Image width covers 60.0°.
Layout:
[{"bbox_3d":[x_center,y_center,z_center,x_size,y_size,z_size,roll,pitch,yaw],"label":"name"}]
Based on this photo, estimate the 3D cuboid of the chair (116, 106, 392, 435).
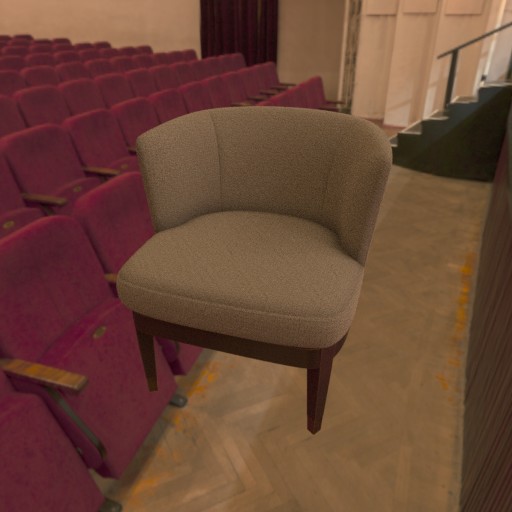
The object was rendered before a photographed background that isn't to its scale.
[{"bbox_3d":[0.000,0.000,1.326,0.700,0.760,0.660,9,29,16],"label":"chair"}]
